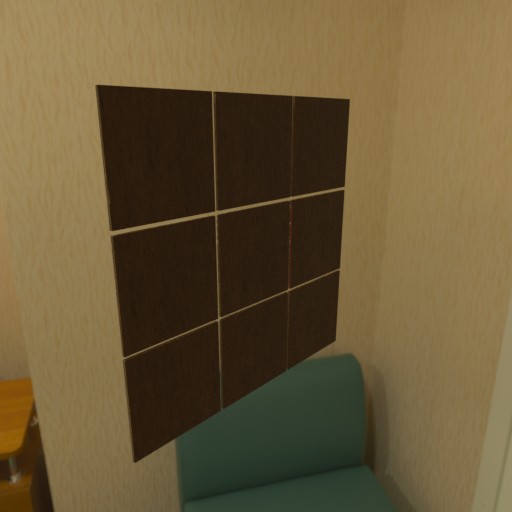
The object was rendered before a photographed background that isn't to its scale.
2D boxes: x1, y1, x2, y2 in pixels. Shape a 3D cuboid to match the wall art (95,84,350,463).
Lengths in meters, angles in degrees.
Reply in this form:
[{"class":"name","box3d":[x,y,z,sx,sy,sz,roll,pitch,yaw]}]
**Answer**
[{"class":"wall art","box3d":[0.000,0.000,1.763,0.013,1.213,1.215,16,23,41]}]
